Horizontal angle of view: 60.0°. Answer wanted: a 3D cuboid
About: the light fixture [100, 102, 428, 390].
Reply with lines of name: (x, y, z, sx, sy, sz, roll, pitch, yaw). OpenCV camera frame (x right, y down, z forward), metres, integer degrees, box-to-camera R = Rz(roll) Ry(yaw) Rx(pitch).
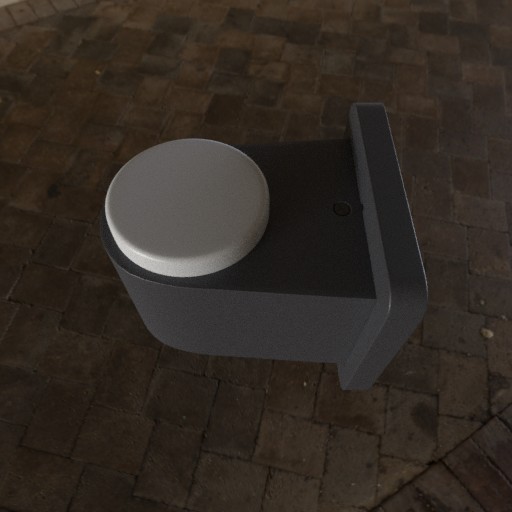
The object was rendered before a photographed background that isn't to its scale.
light fixture: (0.000, 0.000, 0.220, 0.132, 0.109, 0.109, 0, 58, 0)
